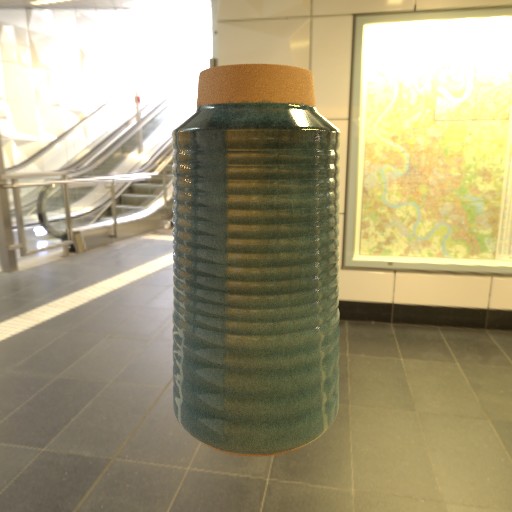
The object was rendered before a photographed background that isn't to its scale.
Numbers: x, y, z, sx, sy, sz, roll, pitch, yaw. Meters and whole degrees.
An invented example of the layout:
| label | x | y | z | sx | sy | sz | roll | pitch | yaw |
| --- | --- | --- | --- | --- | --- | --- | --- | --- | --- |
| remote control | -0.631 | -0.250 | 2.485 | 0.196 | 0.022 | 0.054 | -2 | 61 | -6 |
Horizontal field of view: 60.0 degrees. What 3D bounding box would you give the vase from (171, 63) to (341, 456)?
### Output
| label | x | y | z | sx | sy | sz | roll | pitch | yaw |
| --- | --- | --- | --- | --- | --- | --- | --- | --- | --- |
| vase | 0.000 | 0.000 | 0.411 | 0.163 | 0.316 | 0.163 | 0 | 13 | 0 |
